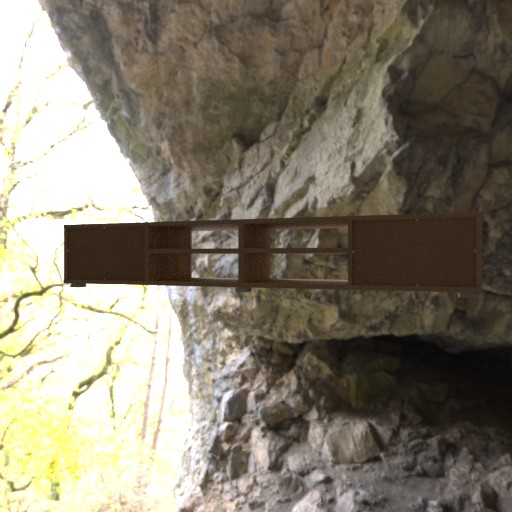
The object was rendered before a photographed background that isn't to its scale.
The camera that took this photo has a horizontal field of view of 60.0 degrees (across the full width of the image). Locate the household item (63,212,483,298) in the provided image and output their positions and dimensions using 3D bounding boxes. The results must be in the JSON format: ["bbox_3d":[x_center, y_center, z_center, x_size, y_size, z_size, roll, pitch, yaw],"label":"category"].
[{"bbox_3d":[0.000,0.000,2.078,1.850,0.310,0.420,0,0,19],"label":"household item"}]
